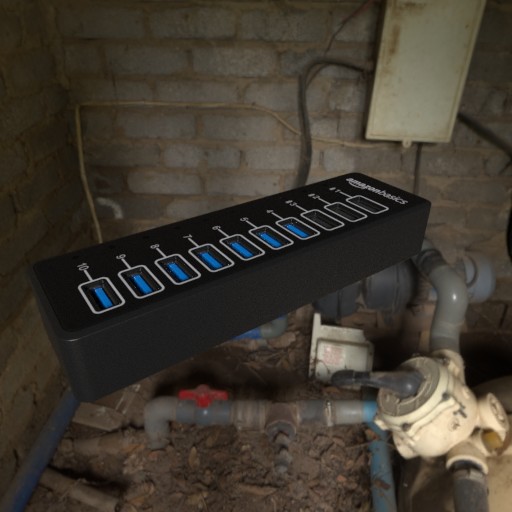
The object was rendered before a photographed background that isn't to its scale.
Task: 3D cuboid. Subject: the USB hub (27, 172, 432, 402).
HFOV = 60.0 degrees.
[{"bbox_3d":[0.000,0.000,0.163,0.145,0.023,0.044,-20,36,-29],"label":"USB hub"}]
